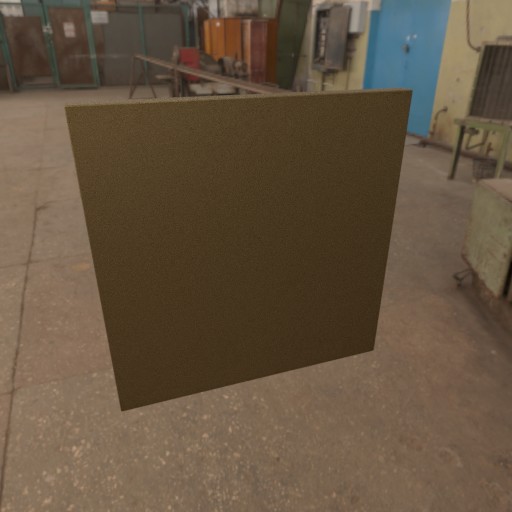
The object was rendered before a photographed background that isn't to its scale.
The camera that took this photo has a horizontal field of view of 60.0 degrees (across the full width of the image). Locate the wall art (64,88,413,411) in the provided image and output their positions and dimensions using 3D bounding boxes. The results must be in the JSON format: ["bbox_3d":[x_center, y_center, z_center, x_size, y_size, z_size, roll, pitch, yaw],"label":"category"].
[{"bbox_3d":[0.000,0.000,0.738,0.503,0.506,0.031,-9,28,-17],"label":"wall art"}]
